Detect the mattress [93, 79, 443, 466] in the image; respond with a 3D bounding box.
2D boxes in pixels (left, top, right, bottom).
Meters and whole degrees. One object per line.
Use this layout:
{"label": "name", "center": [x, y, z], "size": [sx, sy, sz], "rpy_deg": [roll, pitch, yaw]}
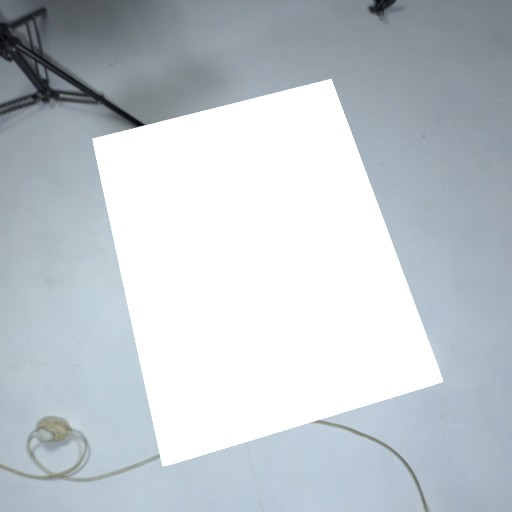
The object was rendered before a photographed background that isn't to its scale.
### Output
{"label": "mattress", "center": [0.000, 0.000, 2.738], "size": [1.600, 0.230, 2.000], "rpy_deg": [-15, 77, -4]}
